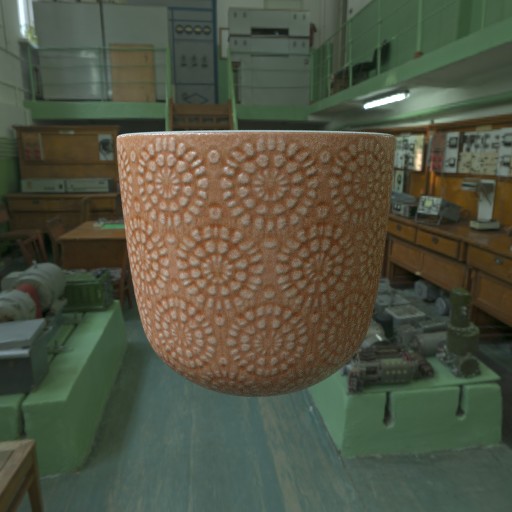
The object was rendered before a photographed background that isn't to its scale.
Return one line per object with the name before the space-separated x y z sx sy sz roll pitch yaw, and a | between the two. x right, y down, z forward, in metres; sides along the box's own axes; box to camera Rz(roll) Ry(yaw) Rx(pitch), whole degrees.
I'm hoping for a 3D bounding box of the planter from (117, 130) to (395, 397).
planter | 0.000 0.000 0.366 0.208 0.190 0.208 0 13 0
